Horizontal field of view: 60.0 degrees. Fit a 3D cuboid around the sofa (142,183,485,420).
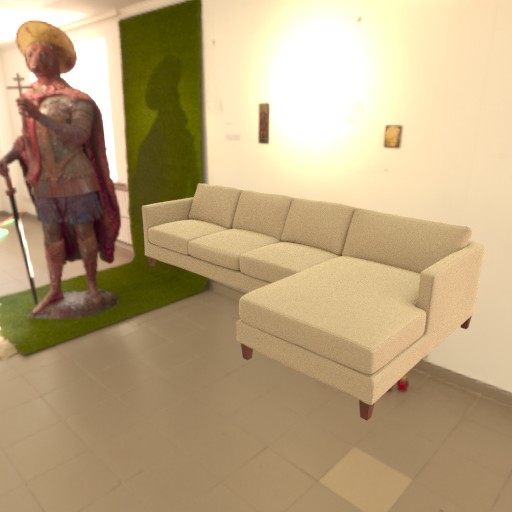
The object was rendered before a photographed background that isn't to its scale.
[{"bbox_3d":[0.000,0.000,3.841,3.186,0.861,1.625,16,23,41],"label":"sofa"}]
